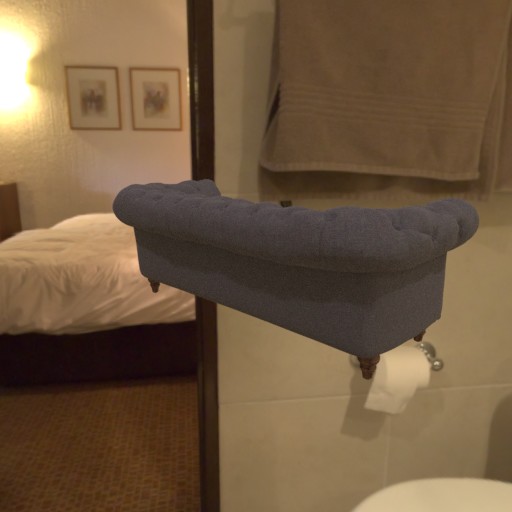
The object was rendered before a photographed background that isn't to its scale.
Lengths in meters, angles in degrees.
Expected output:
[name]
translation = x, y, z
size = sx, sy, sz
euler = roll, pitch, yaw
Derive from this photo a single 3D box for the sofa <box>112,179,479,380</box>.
[sofa]
translation = 0.000, 0.000, 2.821
size = 1.046, 0.836, 2.335
euler = -13, 19, -43
